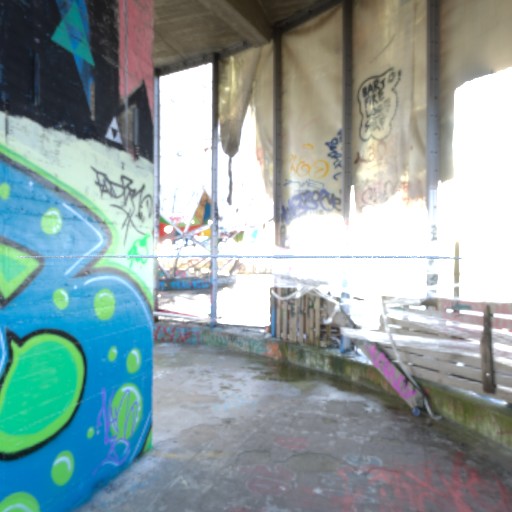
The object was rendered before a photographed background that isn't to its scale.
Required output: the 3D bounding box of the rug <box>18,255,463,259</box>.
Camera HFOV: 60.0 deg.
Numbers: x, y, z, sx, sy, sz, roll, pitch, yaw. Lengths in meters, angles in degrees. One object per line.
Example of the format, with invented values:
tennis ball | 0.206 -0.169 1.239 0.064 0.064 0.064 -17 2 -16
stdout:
rug | 0.000 0.000 2.707 2.133 0.013 1.522 0 0 18
